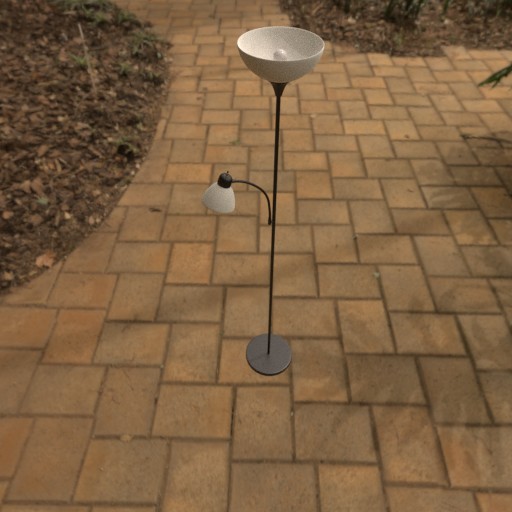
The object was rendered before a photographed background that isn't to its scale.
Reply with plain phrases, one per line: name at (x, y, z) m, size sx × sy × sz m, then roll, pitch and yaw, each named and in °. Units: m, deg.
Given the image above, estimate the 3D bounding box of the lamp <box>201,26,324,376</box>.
lamp at (0.000, 0.000, 1.980) m, size 0.442 × 1.804 × 0.279 m, roll -21°, pitch 50°, yaw -19°
